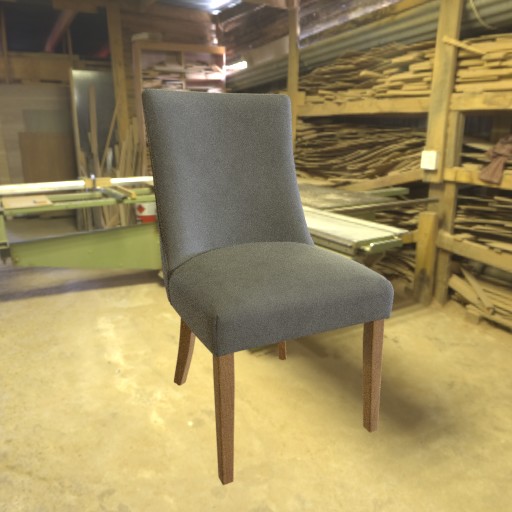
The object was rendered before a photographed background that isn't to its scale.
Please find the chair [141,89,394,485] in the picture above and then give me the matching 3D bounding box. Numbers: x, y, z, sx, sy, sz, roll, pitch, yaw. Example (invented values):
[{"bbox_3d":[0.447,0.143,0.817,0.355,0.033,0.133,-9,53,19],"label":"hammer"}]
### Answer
[{"bbox_3d":[0.000,0.000,1.239,0.495,0.902,0.610,-7,17,-25],"label":"chair"}]
